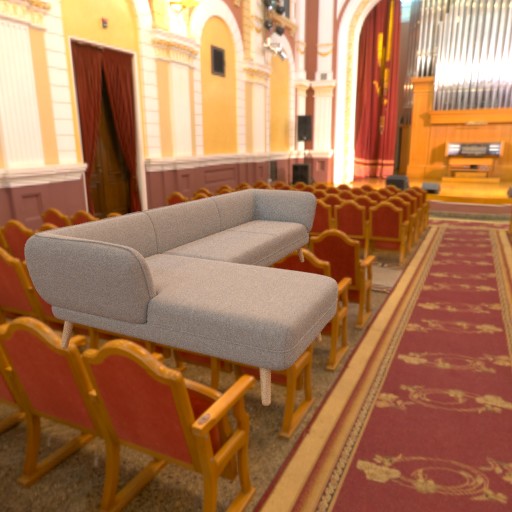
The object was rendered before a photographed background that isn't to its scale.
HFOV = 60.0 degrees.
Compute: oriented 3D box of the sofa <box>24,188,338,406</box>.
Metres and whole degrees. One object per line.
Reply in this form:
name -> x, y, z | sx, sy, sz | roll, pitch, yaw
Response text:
sofa -> 0.000, 0.000, 3.272 | 1.532, 0.693, 2.653 | 7, 16, 25
